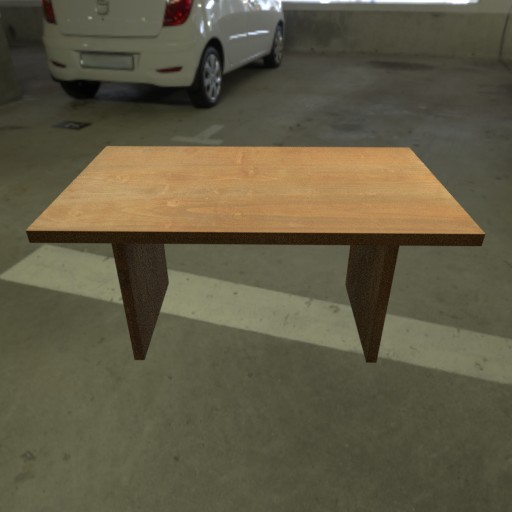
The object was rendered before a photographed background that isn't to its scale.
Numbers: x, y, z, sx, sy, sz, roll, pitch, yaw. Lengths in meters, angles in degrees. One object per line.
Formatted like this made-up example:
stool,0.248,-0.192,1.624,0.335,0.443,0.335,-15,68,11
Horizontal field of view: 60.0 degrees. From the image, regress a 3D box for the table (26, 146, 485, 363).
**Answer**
table,0.000,0.000,2.155,1.609,0.780,0.946,0,32,1
